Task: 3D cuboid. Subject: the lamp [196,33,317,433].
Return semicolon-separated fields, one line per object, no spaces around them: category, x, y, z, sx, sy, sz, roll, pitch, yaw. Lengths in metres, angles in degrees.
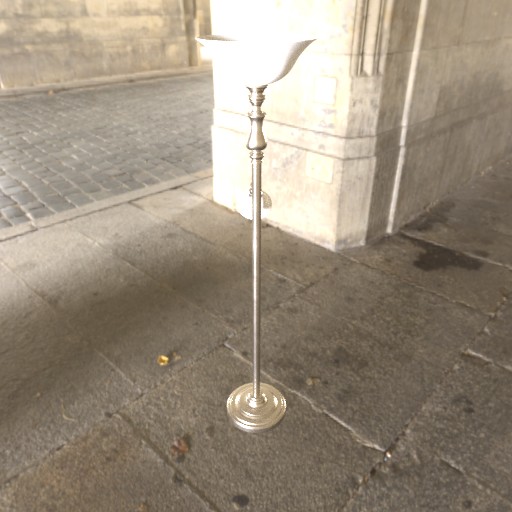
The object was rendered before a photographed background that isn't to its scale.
lamp;0.000;0.000;2.002;0.405;1.785;0.575;-1;30;-1
